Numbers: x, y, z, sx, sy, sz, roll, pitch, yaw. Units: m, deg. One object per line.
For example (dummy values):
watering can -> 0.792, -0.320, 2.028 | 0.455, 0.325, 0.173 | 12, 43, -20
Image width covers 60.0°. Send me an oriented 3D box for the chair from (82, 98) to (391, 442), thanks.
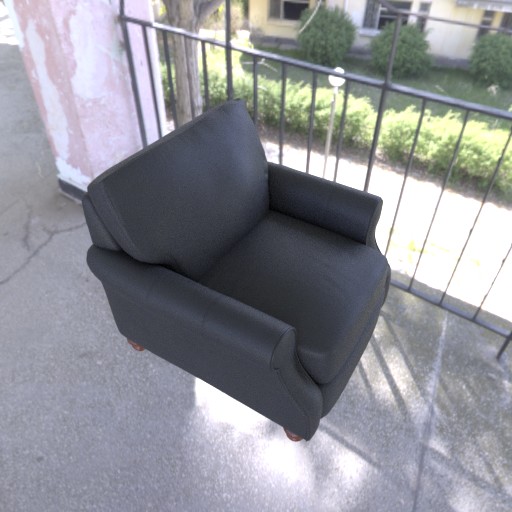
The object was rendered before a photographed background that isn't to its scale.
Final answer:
chair -> 0.000, 0.000, 1.798 | 1.027, 0.960, 1.015 | 26, 47, 27
